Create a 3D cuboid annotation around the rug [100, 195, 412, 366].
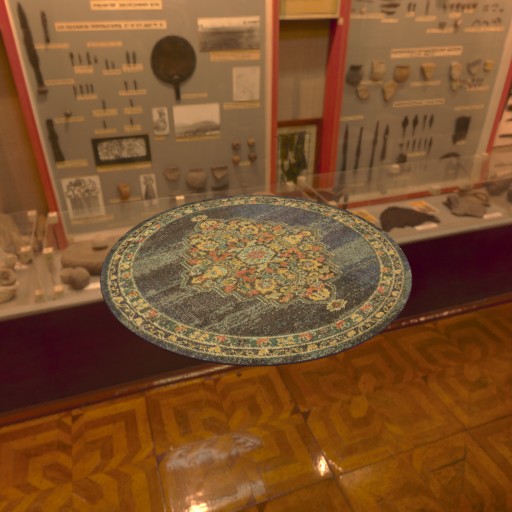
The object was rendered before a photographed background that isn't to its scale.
[{"bbox_3d":[0.000,0.000,2.357,1.591,0.010,1.591,0,32,0],"label":"rug"}]
